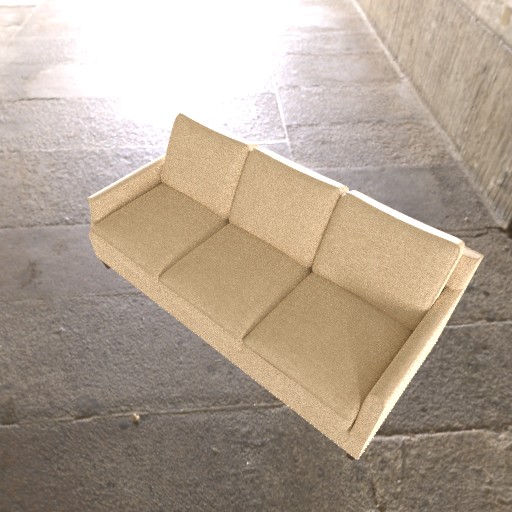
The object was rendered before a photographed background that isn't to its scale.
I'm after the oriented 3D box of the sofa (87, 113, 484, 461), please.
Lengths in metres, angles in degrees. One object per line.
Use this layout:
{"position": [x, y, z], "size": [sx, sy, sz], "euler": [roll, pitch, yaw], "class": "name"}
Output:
{"position": [0.000, 0.000, 2.747], "size": [2.210, 0.940, 1.041], "euler": [32, 54, 27], "class": "sofa"}
